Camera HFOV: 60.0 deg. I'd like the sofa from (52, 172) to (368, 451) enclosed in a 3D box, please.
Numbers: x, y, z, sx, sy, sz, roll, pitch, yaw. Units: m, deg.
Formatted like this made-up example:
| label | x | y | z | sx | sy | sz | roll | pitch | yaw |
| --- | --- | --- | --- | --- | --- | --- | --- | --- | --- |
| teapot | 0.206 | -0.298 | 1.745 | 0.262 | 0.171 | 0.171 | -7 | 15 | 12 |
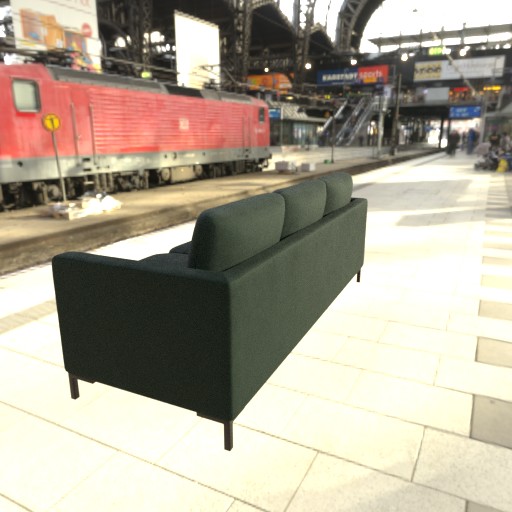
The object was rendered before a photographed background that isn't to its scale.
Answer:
| label | x | y | z | sx | sy | sz | roll | pitch | yaw |
| --- | --- | --- | --- | --- | --- | --- | --- | --- | --- |
| sofa | 0.000 | 0.000 | 2.649 | 0.859 | 0.870 | 2.218 | 7 | 17 | 24 |
